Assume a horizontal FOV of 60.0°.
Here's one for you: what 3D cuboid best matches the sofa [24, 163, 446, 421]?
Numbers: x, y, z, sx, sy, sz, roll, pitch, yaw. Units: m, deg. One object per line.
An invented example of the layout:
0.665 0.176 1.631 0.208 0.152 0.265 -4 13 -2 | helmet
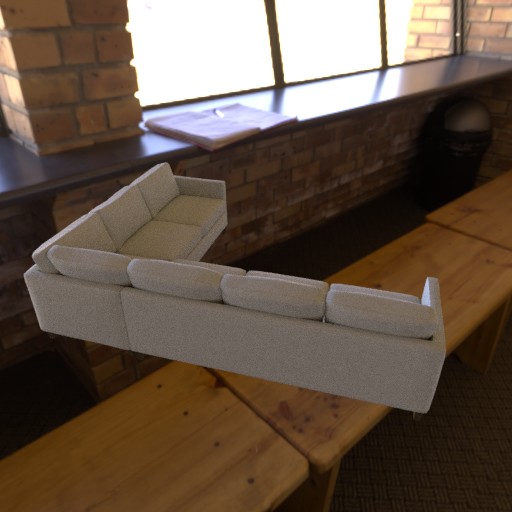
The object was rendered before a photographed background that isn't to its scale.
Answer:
0.000 0.000 4.396 3.333 0.934 2.522 8 32 14 | sofa
